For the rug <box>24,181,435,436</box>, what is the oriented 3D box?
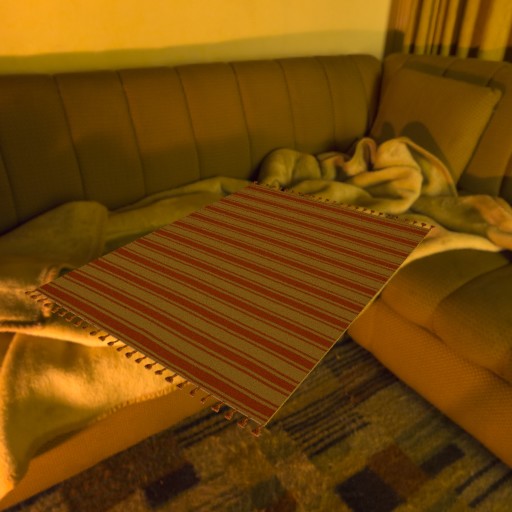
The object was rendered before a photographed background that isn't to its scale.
[{"bbox_3d":[0.000,0.000,4.331,2.451,0.035,3.369,20,35,31],"label":"rug"}]
